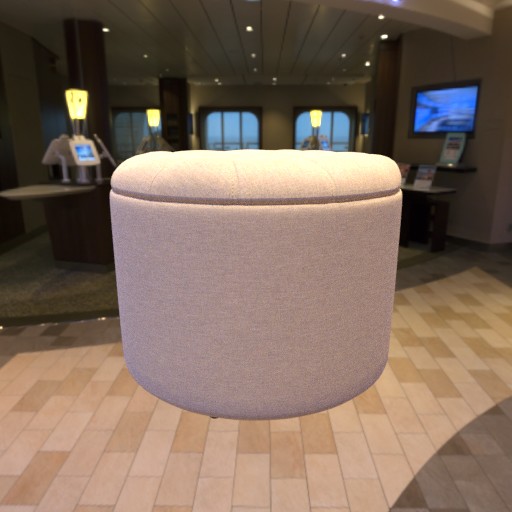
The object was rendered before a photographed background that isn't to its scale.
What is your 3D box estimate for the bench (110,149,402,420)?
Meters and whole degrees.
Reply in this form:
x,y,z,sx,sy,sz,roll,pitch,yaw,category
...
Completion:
x,y,z,sx,sy,sz,roll,pitch,yaw,category
0.000,0.000,0.989,0.600,0.454,0.600,0,15,0,bench
